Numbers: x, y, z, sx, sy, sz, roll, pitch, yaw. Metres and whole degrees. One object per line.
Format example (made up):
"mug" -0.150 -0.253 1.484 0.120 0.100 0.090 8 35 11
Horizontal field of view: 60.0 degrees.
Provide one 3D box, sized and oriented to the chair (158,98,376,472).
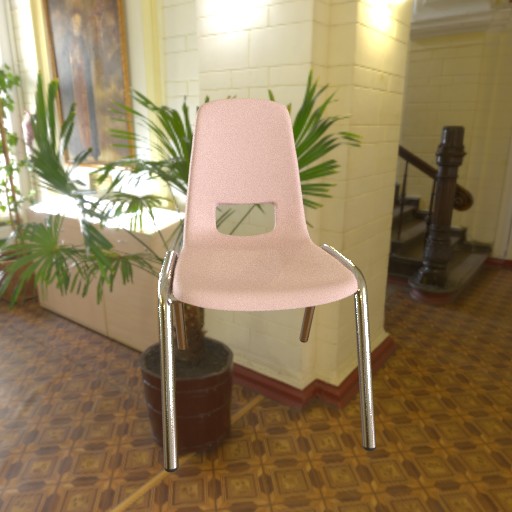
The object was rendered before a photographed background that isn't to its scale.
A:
"chair" 0.000 0.000 0.841 0.354 0.586 0.423 -2 17 -8
